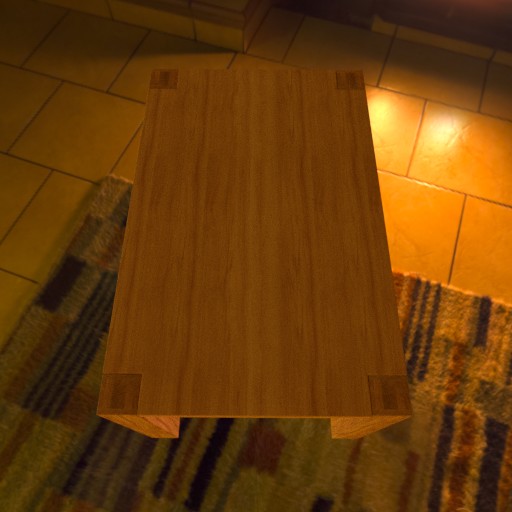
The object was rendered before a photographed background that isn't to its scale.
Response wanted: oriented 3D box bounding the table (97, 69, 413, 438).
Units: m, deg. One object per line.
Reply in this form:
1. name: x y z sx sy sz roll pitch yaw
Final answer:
1. table: 0.000 0.000 1.911 0.900 0.760 1.400 0 63 0
